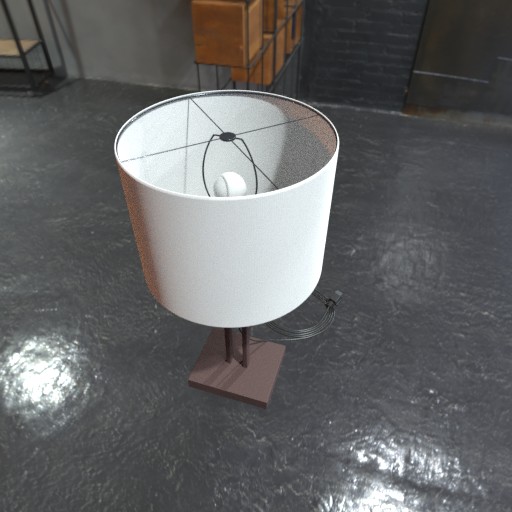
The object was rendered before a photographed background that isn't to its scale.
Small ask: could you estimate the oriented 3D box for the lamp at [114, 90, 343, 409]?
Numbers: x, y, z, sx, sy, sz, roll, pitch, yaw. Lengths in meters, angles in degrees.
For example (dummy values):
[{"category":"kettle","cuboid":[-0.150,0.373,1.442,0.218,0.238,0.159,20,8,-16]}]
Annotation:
[{"category":"lamp","cuboid":[0.000,0.000,0.992,0.396,0.668,0.525,12,44,13]}]
